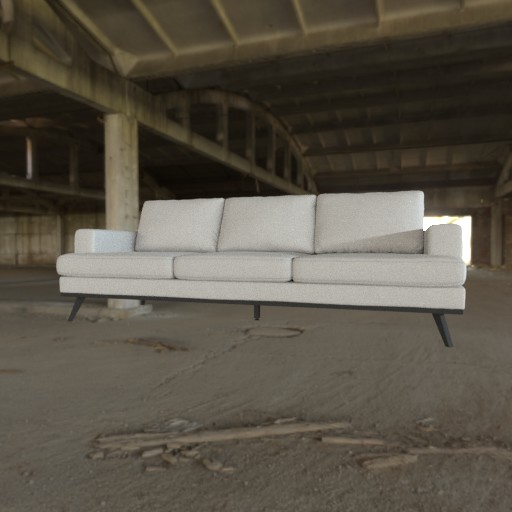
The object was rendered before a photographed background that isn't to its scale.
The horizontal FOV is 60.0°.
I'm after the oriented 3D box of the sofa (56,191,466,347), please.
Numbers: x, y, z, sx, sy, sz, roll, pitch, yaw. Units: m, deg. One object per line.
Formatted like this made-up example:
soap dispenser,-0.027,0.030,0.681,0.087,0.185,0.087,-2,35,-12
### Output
sofa,0.000,0.000,2.782,2.310,0.810,0.920,0,1,19
